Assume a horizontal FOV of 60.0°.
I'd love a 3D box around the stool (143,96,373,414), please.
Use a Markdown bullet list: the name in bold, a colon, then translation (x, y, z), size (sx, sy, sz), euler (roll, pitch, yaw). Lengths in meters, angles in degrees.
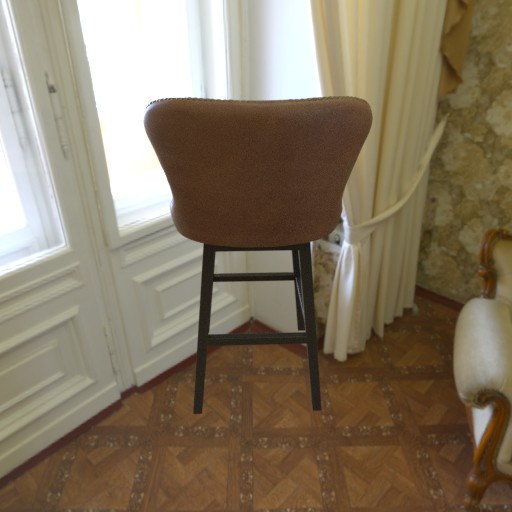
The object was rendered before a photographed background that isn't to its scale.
- **stool**: translation (0.000, 0.000, 1.405), size (0.528, 1.050, 0.601), euler (-1, 29, -2)
